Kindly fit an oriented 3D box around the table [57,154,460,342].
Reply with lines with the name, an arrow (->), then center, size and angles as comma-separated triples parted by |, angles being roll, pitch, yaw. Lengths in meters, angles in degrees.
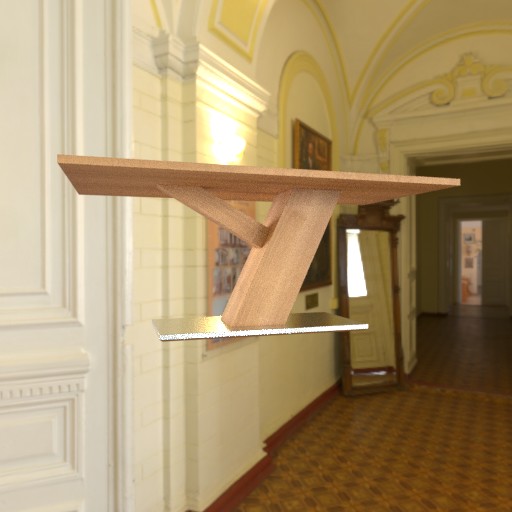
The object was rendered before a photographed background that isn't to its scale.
table -> 0.000, 0.000, 2.320 | 1.800, 0.750, 0.900 | 0, 0, -17
